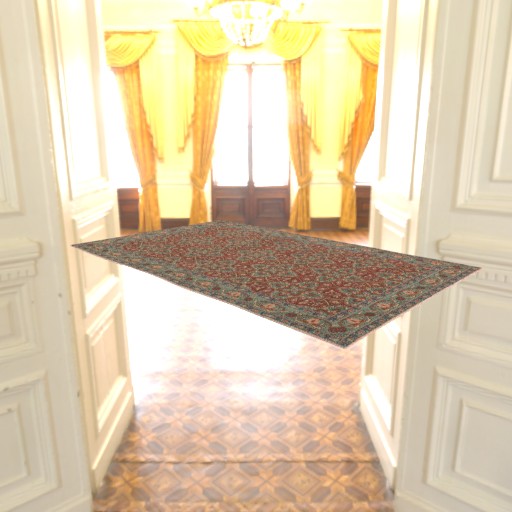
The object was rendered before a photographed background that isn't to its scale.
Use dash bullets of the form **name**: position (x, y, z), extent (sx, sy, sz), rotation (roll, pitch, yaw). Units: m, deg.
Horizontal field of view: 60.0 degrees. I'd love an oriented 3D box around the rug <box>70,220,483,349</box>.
- **rug**: position (0.000, 0.000, 3.042), extent (2.439, 0.011, 1.533), rotation (14, 20, 43)
